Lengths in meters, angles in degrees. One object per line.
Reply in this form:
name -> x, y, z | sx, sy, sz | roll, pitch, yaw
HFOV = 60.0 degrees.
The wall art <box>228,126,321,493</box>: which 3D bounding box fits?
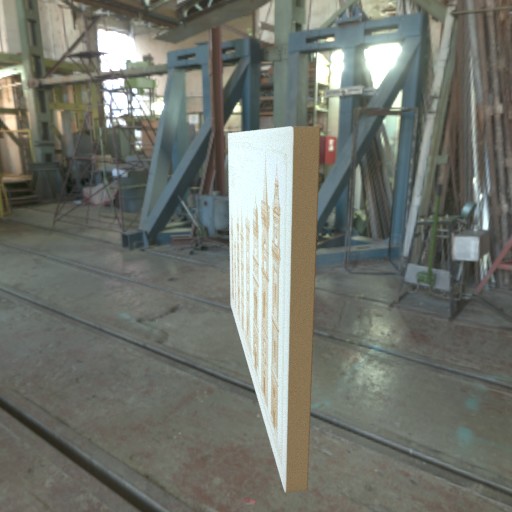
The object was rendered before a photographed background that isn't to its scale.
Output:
wall art -> 0.000, 0.000, 0.468 | 0.019, 0.254, 0.380 | -2, 15, -9
